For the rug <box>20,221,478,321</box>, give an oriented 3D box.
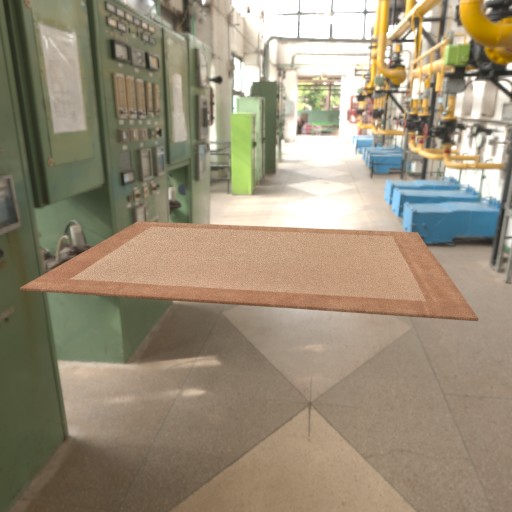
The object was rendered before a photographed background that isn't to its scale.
[{"bbox_3d":[0.000,0.000,2.308,1.829,0.014,1.219,3,18,9],"label":"rug"}]
